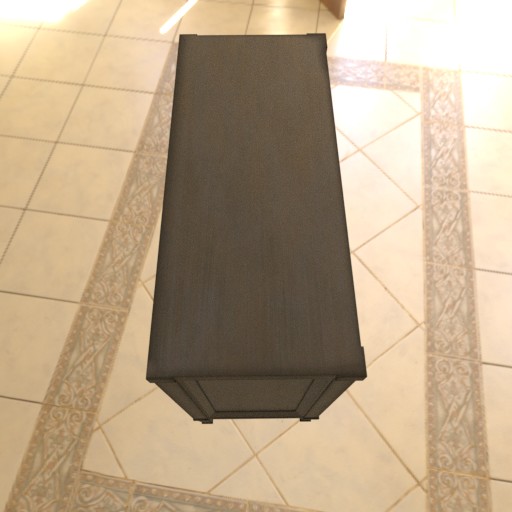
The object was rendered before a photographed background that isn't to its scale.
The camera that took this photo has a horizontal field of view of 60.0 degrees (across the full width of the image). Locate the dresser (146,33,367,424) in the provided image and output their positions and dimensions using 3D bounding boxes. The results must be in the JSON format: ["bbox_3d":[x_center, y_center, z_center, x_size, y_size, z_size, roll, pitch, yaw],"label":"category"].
[{"bbox_3d":[0.000,0.000,1.581,0.463,0.986,1.049,-1,64,0],"label":"dresser"}]
